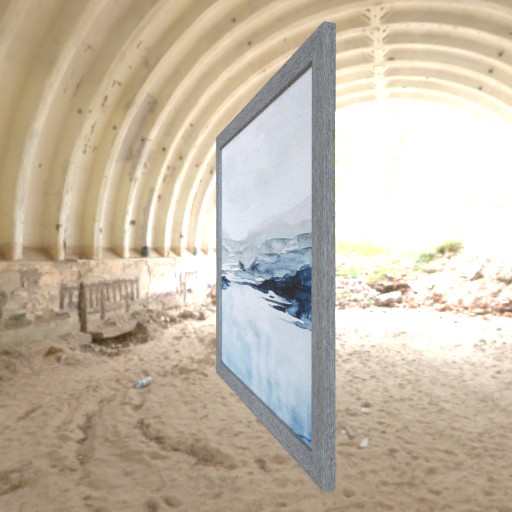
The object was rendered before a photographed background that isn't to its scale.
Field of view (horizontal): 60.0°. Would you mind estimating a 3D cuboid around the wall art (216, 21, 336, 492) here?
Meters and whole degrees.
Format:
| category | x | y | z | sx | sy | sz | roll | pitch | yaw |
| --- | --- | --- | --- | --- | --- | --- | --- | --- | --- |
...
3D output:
| category | x | y | z | sx | sy | sz | roll | pitch | yaw |
| --- | --- | --- | --- | --- | --- | --- | --- | --- | --- |
| wall art | 0.000 | 0.000 | 0.971 | 0.020 | 0.685 | 0.685 | 0 | 0 | -18 |
